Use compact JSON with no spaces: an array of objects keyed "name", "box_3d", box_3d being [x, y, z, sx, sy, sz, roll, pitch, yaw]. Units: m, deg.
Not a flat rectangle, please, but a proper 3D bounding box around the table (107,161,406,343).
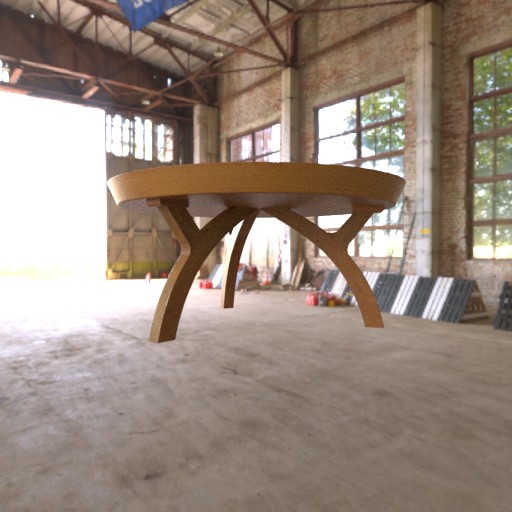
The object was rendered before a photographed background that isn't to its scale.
[{"name":"table","box_3d":[0.000,0.000,1.563,1.016,0.470,1.016,0,1,0]}]
